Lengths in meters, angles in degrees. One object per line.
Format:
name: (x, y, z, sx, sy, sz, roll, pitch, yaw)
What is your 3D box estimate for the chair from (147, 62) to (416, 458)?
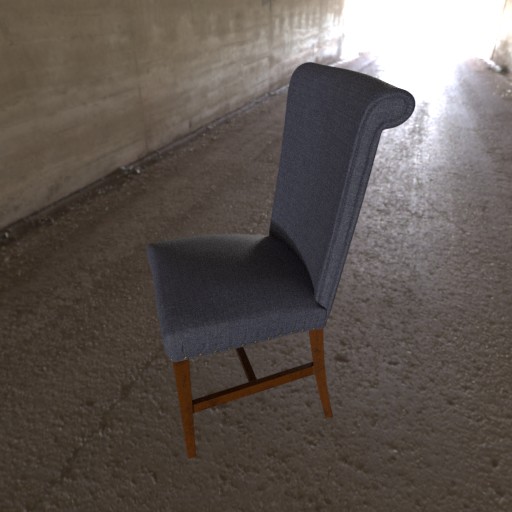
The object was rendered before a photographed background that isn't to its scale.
chair: (0.000, 0.000, 1.305, 0.608, 0.988, 0.513, -9, 31, -15)
